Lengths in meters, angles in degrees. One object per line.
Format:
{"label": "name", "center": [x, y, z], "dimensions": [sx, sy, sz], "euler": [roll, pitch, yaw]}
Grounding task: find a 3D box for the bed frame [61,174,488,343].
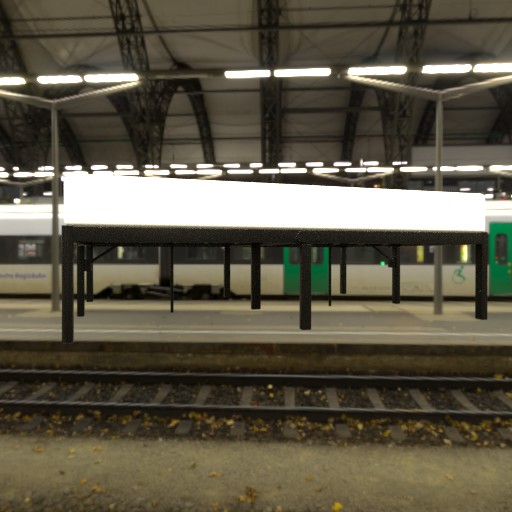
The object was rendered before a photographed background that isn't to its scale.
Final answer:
{"label": "bed frame", "center": [0.000, 0.000, 2.741], "dimensions": [2.072, 0.659, 1.557], "euler": [0, 1, -17]}
